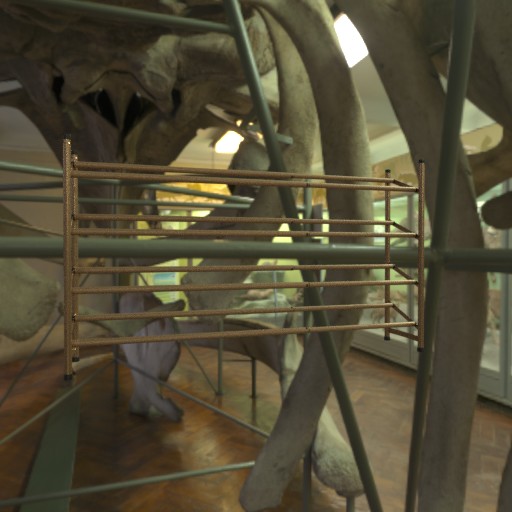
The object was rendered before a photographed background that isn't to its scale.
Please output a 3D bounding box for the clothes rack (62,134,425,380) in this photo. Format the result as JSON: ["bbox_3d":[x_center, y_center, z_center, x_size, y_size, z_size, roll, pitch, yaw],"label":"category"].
[{"bbox_3d":[0.000,0.000,1.482,1.168,0.672,0.229,0,1,-17],"label":"clothes rack"}]
